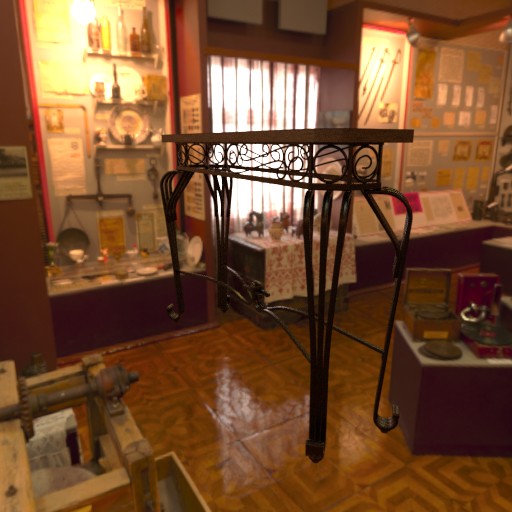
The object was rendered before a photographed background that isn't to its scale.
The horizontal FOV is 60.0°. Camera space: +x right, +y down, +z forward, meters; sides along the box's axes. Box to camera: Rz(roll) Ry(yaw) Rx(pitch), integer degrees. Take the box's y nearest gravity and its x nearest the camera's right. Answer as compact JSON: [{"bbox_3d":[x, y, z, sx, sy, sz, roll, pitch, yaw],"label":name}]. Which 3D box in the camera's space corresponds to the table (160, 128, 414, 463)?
[{"bbox_3d":[0.000,0.000,1.496,0.329,0.800,1.112,-8,16,-29],"label":"table"}]
